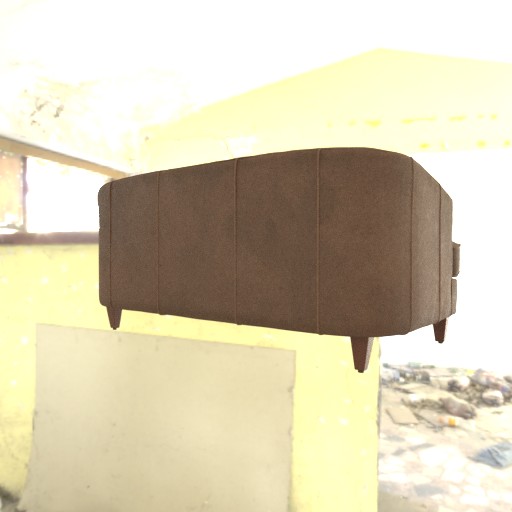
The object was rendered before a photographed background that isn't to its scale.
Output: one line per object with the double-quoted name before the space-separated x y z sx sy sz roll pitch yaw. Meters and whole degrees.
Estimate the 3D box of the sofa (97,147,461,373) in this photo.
"sofa" 0.000 0.000 2.240 1.767 0.799 0.917 0 1 37
